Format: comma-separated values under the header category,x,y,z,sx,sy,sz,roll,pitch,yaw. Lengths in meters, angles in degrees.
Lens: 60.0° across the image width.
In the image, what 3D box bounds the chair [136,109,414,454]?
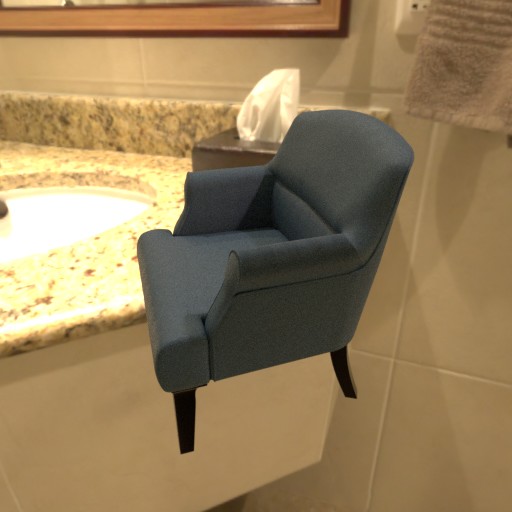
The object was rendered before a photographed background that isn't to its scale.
category,x,y,z,sx,sy,sz,roll,pitch,yaw
chair,0.000,0.000,1.475,0.754,0.878,0.770,-8,29,-15
